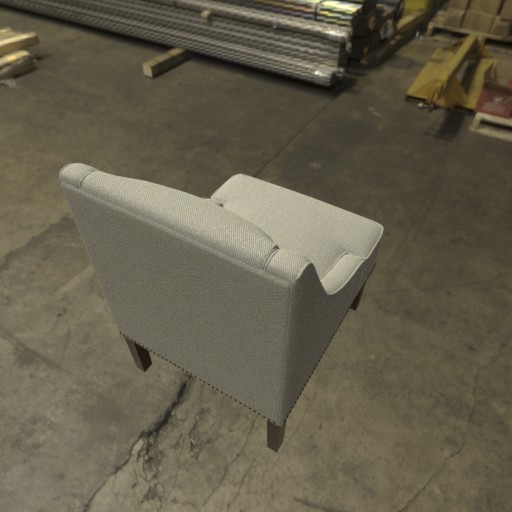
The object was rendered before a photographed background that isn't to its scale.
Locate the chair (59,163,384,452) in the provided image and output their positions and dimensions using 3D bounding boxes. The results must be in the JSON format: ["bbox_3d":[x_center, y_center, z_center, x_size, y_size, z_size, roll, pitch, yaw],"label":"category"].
[{"bbox_3d":[0.000,0.000,1.416,0.628,0.872,0.748,24,51,21],"label":"chair"}]
